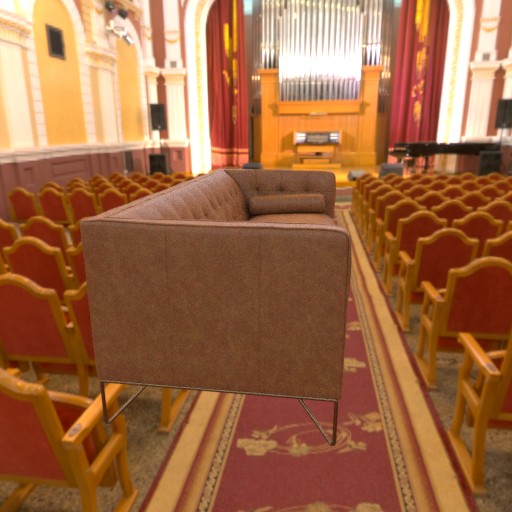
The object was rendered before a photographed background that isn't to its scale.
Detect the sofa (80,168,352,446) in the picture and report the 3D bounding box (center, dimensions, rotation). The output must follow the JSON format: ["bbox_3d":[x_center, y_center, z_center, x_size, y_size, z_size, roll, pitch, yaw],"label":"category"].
[{"bbox_3d":[0.000,0.000,2.493,0.912,0.798,2.079,2,16,8],"label":"sofa"}]
